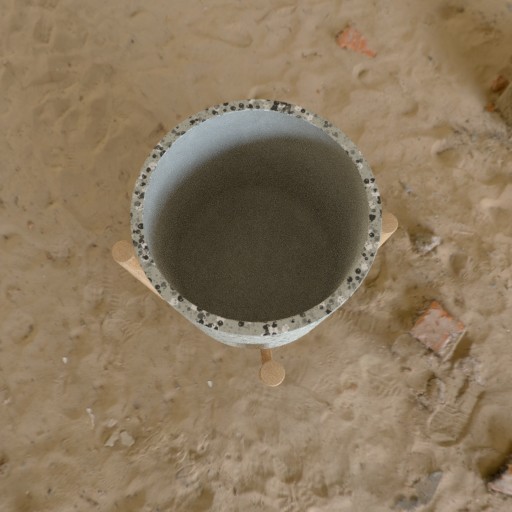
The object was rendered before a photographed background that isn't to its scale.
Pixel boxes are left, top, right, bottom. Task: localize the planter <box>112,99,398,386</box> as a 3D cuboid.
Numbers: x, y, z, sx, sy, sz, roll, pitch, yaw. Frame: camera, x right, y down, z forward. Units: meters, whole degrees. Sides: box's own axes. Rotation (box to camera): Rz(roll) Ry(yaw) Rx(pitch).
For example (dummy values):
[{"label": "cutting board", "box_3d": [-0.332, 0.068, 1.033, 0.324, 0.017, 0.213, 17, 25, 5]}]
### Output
[{"label": "planter", "box_3d": [0.000, 0.000, 0.545, 0.284, 0.320, 0.284, 15, 75, 4]}]
